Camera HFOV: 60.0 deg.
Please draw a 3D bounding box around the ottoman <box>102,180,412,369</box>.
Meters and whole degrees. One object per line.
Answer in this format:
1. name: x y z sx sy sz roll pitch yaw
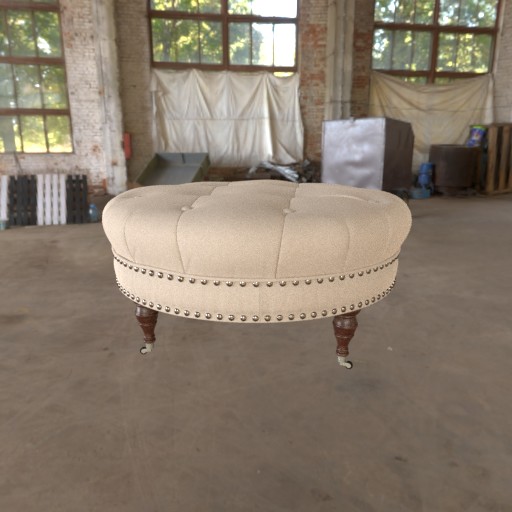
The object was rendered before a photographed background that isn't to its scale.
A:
1. ottoman: 0.000 0.000 1.393 0.901 0.439 0.901 0 15 0
